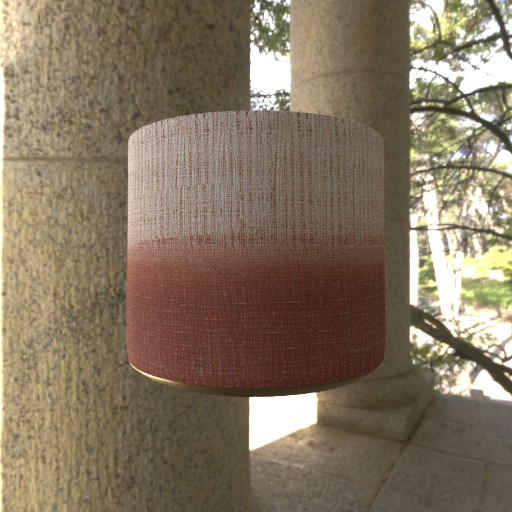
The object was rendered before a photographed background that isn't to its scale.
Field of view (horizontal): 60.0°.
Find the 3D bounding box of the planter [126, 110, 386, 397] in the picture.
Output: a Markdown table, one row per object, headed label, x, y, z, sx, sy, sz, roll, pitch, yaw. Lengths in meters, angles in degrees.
| label | x | y | z | sx | sy | sz | roll | pitch | yaw |
| --- | --- | --- | --- | --- | --- | --- | --- | --- | --- |
| planter | 0.000 | 0.000 | 0.451 | 0.254 | 0.221 | 0.254 | 0 | 1 | 0 |
